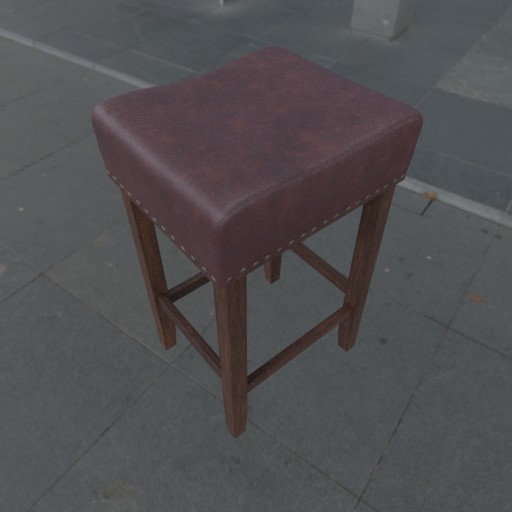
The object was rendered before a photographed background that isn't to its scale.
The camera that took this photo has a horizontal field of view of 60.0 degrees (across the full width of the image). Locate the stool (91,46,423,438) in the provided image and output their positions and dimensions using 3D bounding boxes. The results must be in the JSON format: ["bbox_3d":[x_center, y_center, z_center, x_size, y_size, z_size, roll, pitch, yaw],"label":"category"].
[{"bbox_3d":[0.000,0.000,1.056,0.465,0.769,0.401,-30,53,-26],"label":"stool"}]
